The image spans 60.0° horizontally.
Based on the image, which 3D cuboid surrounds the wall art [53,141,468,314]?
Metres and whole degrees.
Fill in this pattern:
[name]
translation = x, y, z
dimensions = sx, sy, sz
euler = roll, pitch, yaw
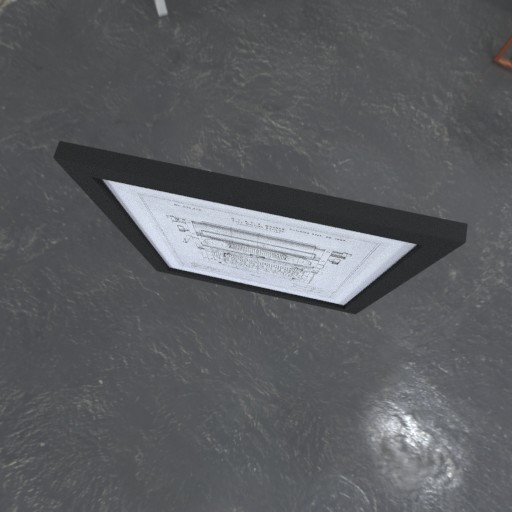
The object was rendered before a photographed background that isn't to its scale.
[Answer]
[wall art]
translation = 0.000, 0.000, 0.700
dimensions = 0.432, 0.508, 0.021
euler = 12, 75, 3
